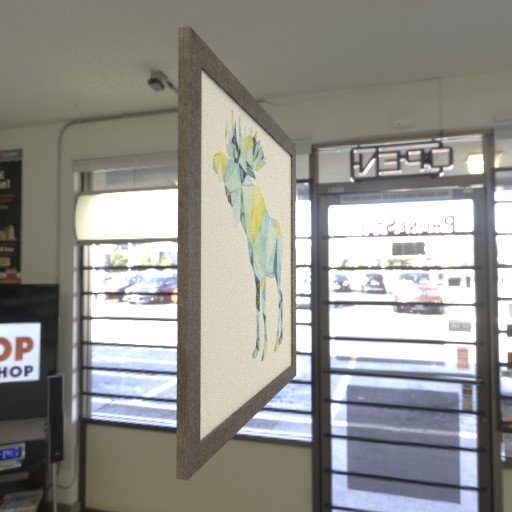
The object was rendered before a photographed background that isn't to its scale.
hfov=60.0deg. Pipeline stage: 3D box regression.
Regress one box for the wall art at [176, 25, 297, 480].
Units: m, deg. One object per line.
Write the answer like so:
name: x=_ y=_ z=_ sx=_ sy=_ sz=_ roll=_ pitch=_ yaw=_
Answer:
wall art: x=0.000 y=0.000 z=0.663 sx=0.013 sy=0.457 sz=0.457 roll=-1 pitch=-2 yaw=19
